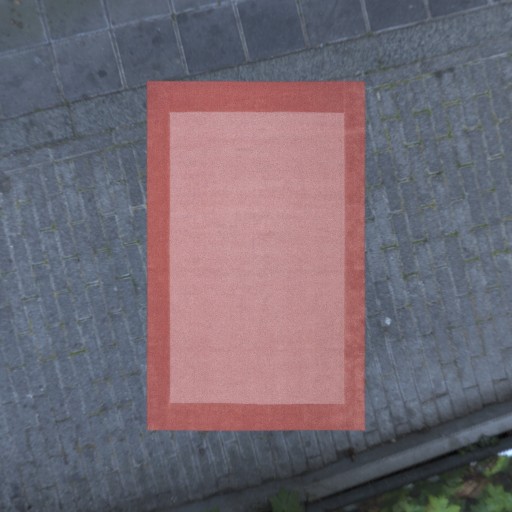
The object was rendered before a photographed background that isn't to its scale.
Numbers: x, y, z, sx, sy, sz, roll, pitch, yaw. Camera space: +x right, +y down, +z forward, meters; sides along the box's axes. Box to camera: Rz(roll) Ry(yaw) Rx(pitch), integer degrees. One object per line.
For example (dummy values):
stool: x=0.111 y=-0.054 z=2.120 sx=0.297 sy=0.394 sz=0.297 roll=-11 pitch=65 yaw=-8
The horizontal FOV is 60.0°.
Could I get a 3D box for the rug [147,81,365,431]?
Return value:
rug: x=0.000 y=0.000 z=3.093 sx=1.524 sy=0.014 sz=2.438 roll=0 pitch=90 yaw=0
